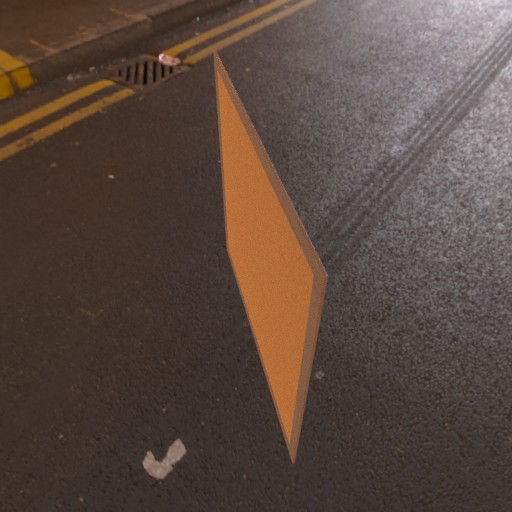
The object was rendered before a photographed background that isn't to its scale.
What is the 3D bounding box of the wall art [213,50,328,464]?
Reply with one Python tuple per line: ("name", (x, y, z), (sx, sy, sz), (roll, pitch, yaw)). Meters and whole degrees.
("wall art", (0.000, 0.000, 1.668), (0.025, 1.067, 1.168), (-11, 47, -10))
